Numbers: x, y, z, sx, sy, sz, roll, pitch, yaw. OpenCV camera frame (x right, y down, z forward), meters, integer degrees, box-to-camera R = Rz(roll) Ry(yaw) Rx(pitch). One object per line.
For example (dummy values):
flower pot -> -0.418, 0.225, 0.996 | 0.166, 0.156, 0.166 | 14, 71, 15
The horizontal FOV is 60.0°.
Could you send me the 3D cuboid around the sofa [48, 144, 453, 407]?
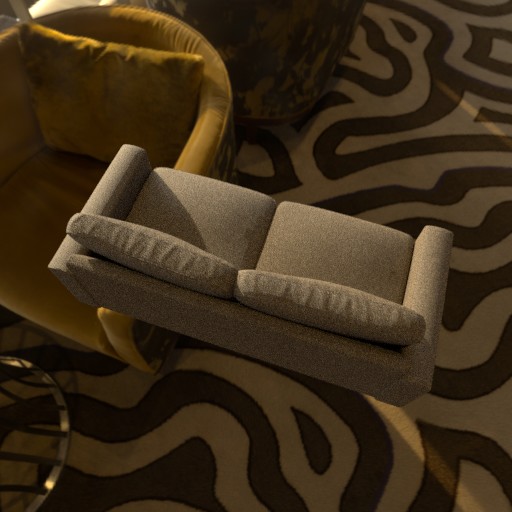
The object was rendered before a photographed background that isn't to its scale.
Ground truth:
sofa -> 0.000, 0.000, 2.690 | 2.179, 0.873, 1.016 | 16, 63, 8
